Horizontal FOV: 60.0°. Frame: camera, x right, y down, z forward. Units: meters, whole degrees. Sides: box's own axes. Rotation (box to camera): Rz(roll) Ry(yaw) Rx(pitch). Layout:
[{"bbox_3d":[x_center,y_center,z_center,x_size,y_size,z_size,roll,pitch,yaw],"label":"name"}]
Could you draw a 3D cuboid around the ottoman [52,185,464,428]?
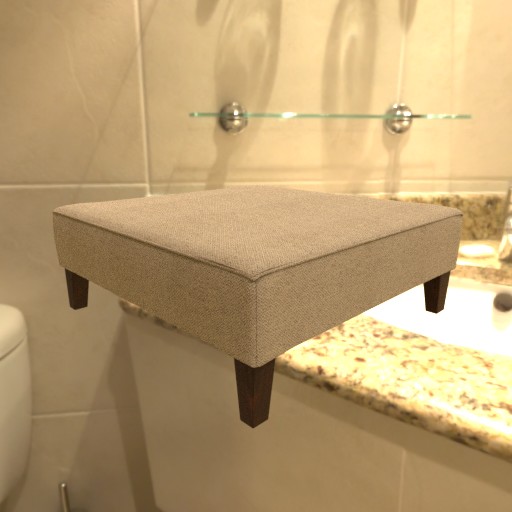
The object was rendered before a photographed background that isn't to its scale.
[{"bbox_3d":[0.000,0.000,1.498,0.973,0.381,0.982,-15,21,-42],"label":"ottoman"}]
